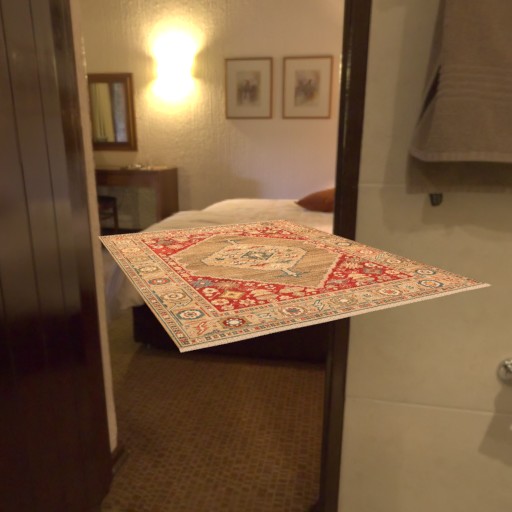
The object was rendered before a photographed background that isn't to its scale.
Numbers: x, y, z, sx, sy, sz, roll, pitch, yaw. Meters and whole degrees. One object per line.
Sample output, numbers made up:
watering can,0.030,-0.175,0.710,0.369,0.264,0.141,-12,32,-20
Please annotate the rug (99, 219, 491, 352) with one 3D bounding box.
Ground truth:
rug,0.000,0.000,4.204,2.451,0.008,3.143,-7,17,-26
